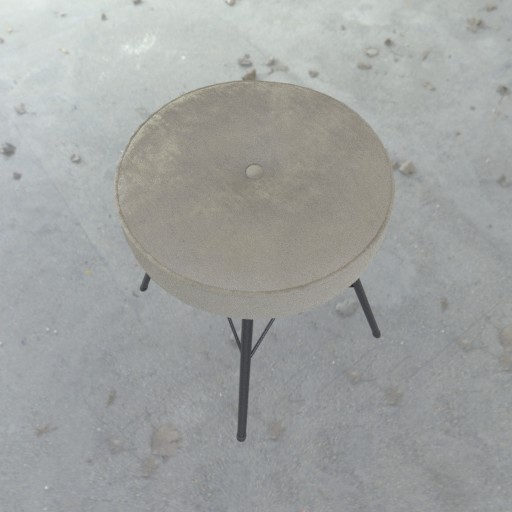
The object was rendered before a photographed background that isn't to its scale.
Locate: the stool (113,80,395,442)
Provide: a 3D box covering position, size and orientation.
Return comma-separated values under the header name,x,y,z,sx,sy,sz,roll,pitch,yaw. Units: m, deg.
name,x,y,z,sx,sy,sz,roll,pitch,yaw
stool,0.000,0.000,0.867,0.423,0.538,0.457,-32,64,-17
